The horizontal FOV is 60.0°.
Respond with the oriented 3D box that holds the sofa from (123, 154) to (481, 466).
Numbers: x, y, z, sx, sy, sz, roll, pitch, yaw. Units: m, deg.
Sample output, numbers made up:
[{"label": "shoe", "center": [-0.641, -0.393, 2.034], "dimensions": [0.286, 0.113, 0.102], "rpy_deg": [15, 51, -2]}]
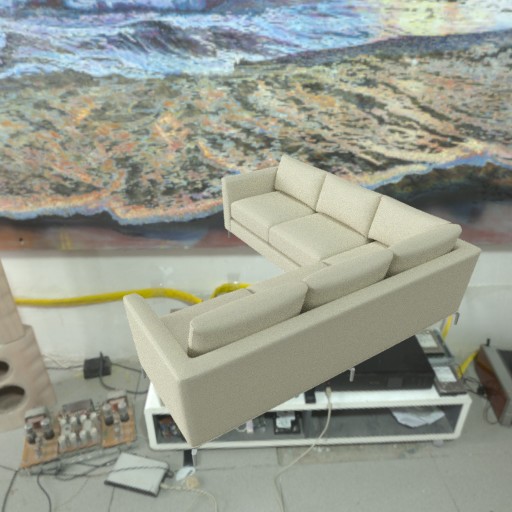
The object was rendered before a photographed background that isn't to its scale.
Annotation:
[{"label": "sofa", "center": [0.000, 0.000, 3.698], "dimensions": [2.448, 0.867, 2.430], "rpy_deg": [-18, 34, -28]}]
